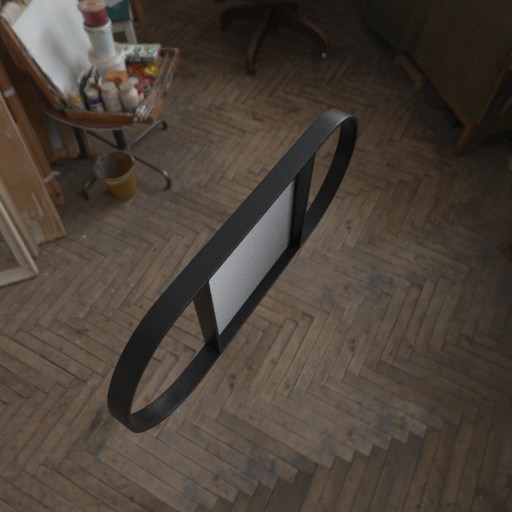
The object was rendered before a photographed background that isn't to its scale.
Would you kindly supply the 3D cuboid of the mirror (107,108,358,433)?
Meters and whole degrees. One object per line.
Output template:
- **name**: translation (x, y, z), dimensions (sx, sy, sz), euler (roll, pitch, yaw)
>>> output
- **mirror**: translation (0.000, 0.000, 0.669), dimensions (0.032, 0.254, 0.584), euler (30, 63, 17)
